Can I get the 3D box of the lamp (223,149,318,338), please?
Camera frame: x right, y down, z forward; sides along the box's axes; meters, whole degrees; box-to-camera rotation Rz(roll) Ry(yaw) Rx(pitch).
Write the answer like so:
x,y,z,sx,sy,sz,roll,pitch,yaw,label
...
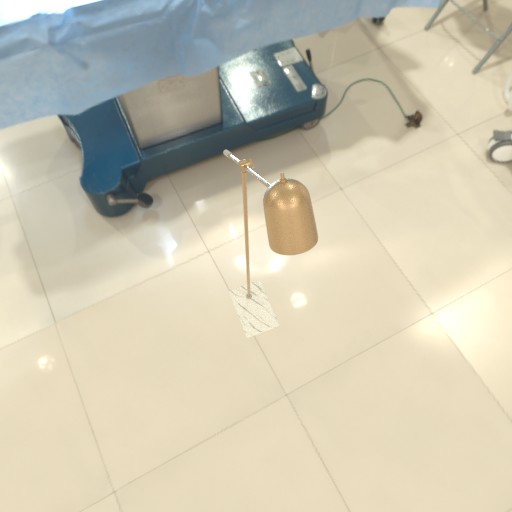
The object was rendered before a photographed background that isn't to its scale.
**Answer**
x,y,z,sx,sy,sz,roll,pitch,yaw,label
0.000,0.000,1.832,0.194,1.594,0.653,-19,66,-9,lamp
